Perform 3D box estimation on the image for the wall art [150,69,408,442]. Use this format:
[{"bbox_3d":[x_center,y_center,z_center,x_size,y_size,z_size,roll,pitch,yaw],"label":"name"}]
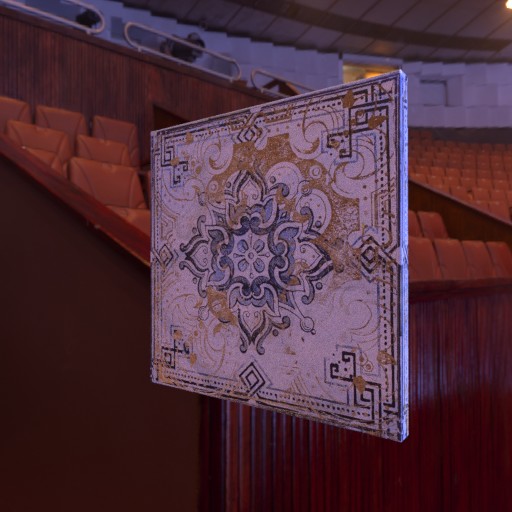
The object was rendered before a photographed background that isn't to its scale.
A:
[{"bbox_3d":[0.000,0.000,0.912,0.609,0.607,0.036,0,0,36],"label":"wall art"}]
